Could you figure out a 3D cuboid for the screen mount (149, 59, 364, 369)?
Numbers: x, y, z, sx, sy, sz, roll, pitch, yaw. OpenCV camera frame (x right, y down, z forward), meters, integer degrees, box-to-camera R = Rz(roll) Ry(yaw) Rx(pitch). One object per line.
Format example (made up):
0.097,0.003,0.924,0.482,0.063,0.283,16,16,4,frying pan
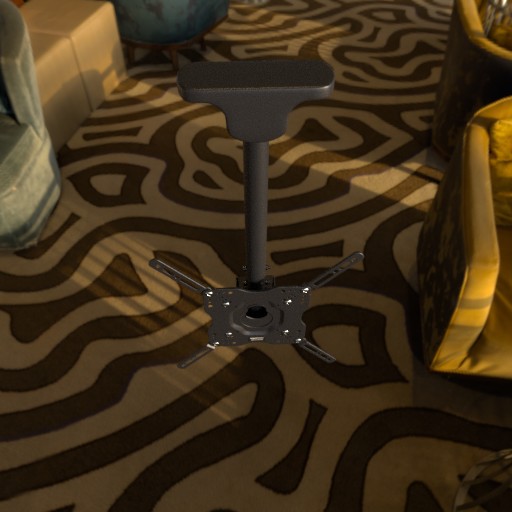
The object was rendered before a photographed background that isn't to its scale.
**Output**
0.000,0.000,0.865,0.393,0.729,0.090,-2,49,-2,screen mount
